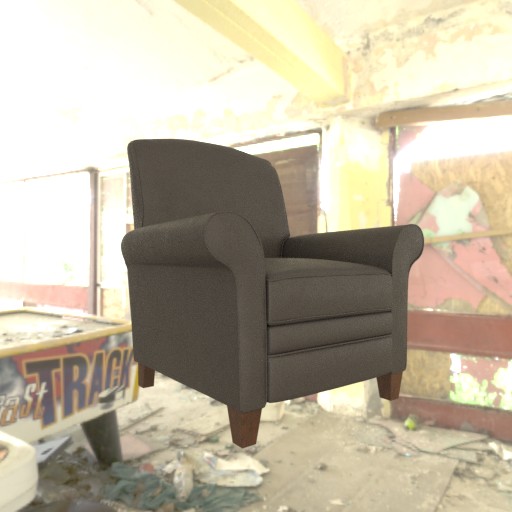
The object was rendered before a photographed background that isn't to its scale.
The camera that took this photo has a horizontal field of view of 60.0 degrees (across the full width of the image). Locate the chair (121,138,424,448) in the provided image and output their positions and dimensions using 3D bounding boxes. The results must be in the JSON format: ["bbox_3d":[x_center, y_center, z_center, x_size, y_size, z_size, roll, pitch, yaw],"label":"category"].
[{"bbox_3d":[0.000,0.000,1.764,0.978,1.061,0.902,0,0,-37],"label":"chair"}]
